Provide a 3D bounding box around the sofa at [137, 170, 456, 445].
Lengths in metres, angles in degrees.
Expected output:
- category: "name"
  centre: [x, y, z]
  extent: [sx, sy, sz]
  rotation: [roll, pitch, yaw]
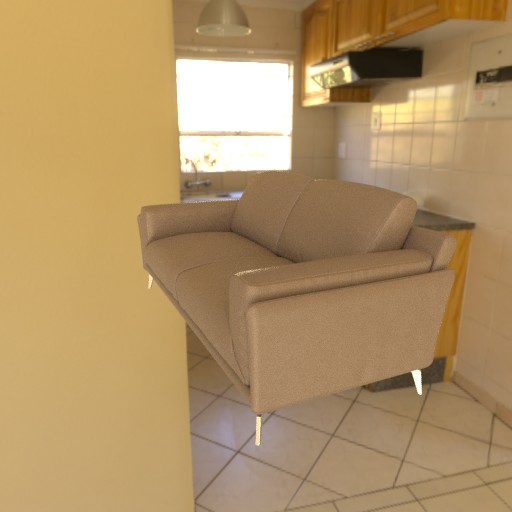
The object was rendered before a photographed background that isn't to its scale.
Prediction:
- category: "sofa"
  centre: [0.000, 0.000, 2.693]
  extent: [1.049, 0.930, 2.101]
  rotation: [-7, 17, -24]
